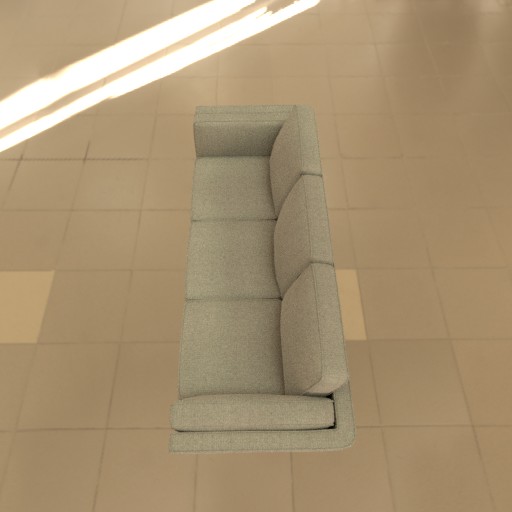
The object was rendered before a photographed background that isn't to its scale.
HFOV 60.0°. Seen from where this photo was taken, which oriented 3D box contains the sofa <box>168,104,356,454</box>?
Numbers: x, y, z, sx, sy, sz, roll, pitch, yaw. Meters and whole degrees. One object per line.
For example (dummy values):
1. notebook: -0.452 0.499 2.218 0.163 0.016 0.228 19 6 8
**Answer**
1. sofa: 0.000 0.000 2.820 0.903 0.899 2.362 -1 58 -1
